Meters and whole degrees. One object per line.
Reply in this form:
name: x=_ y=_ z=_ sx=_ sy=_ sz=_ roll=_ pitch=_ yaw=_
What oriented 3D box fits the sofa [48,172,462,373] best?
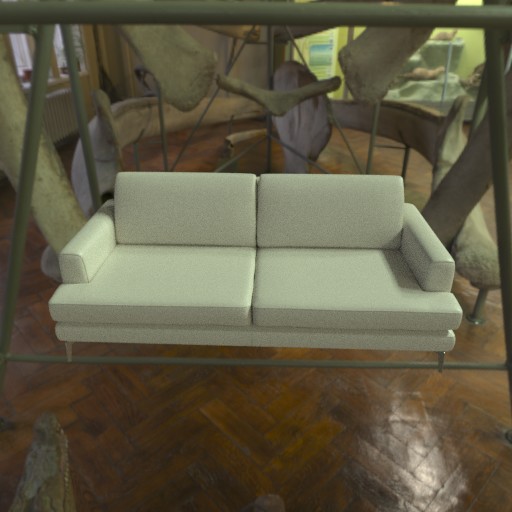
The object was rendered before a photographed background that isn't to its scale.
sofa: x=0.000 y=0.000 z=2.450 sx=1.940 sy=0.765 sz=0.974 roll=1 pitch=29 yaw=2
